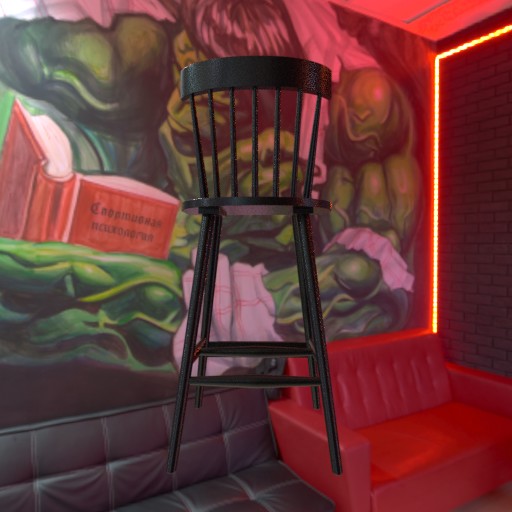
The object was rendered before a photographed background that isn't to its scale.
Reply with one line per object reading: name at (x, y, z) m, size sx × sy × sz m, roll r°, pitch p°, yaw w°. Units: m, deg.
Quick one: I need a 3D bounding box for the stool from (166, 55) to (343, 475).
stool at (0.000, 0.000, 1.347) m, size 0.482 × 1.092 × 0.483 m, roll 0°, pitch 1°, yaw 1°
